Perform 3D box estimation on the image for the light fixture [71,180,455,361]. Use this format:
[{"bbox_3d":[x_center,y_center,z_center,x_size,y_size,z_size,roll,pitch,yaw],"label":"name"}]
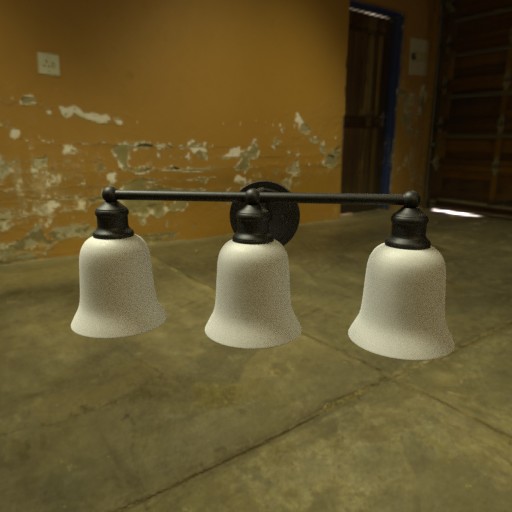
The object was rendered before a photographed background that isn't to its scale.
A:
[{"bbox_3d":[0.000,0.000,0.667,0.570,0.211,0.198,2,14,9],"label":"light fixture"}]
